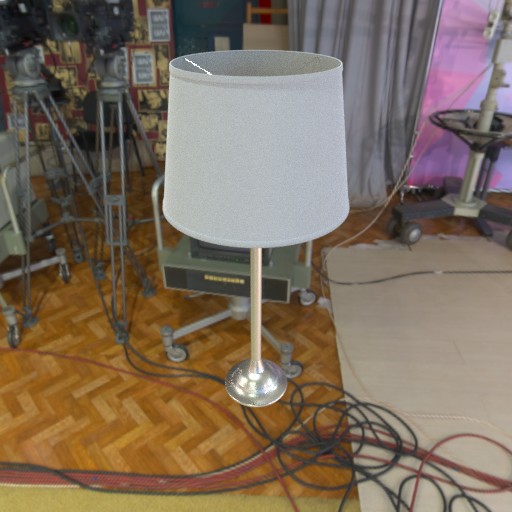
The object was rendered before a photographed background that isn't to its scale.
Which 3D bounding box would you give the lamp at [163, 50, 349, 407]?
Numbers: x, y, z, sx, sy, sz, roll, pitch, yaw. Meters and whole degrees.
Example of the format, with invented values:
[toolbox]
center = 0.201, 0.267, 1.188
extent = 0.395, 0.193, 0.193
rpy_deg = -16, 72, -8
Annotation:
[lamp]
center = 0.000, 0.000, 0.860
extent = 0.331, 0.698, 0.331
rpy_deg = 0, 32, 0
